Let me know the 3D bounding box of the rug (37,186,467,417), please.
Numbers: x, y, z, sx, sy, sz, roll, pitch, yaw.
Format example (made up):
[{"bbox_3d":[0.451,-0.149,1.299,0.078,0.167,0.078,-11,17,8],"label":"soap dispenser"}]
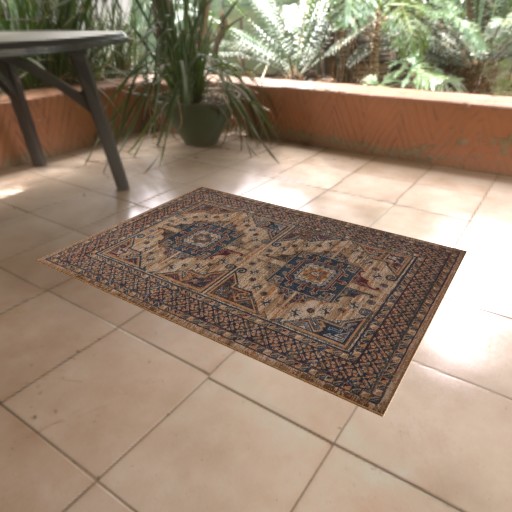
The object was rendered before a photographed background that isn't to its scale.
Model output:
[{"bbox_3d":[0.000,0.000,2.825,2.227,0.008,1.611,18,33,29],"label":"rug"}]
